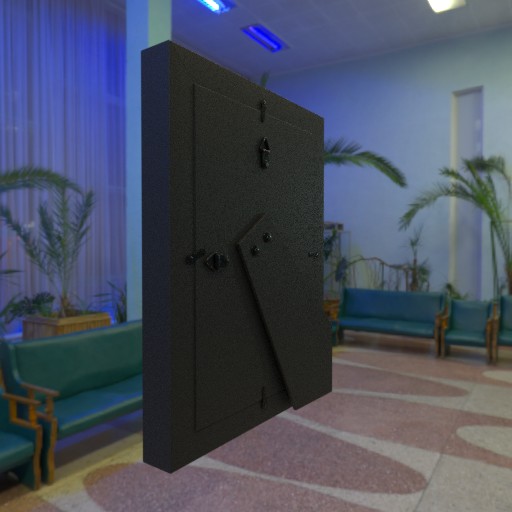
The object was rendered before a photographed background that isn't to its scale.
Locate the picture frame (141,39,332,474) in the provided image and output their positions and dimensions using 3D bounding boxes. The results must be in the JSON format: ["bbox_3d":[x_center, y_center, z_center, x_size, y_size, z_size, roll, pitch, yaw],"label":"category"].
[{"bbox_3d":[0.000,0.000,0.279,0.028,0.208,0.157,1,1,36],"label":"picture frame"}]
